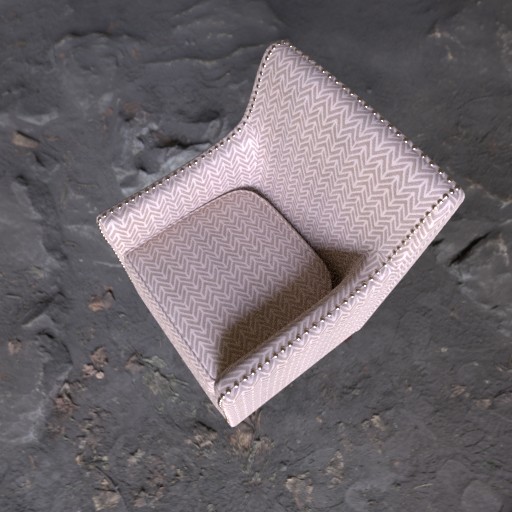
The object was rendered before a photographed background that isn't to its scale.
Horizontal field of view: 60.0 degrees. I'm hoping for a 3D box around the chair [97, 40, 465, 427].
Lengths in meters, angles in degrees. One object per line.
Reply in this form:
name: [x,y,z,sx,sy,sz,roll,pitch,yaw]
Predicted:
chair: [0.000,0.000,1.281,0.651,0.816,0.623,-34,67,-16]
